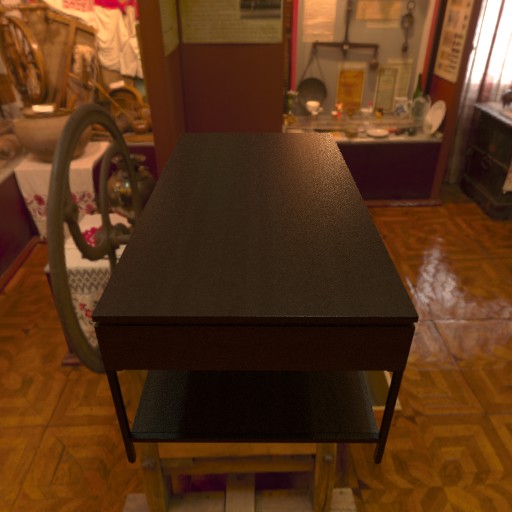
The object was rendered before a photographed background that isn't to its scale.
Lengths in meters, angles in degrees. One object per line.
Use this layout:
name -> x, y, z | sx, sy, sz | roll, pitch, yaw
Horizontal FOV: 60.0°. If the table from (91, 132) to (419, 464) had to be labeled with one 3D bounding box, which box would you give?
table -> 0.000, 0.000, 1.354 | 0.574, 0.435, 1.095 | 0, 32, 0
